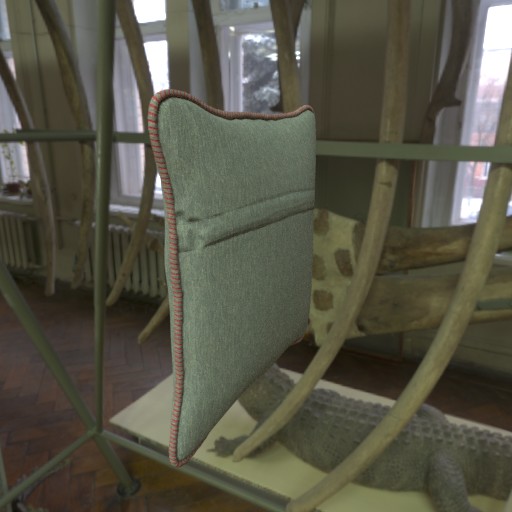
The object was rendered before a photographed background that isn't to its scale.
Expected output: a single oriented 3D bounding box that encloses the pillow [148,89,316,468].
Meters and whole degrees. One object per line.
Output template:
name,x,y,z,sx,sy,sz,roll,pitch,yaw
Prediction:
pillow,0.000,0.000,0.732,0.124,0.491,0.482,8,18,27
